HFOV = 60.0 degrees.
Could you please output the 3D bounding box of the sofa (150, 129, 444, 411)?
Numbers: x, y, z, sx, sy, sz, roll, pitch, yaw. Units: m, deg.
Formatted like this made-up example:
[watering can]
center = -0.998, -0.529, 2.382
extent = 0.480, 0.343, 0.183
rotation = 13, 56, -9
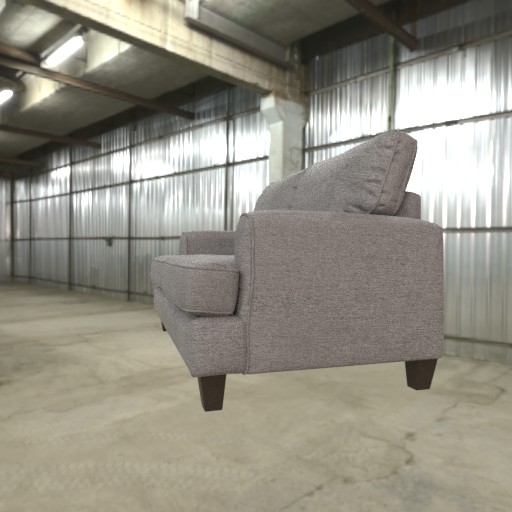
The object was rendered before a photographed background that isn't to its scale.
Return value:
[sofa]
center = 0.000, 0.000, 2.233
extent = 0.965, 0.965, 1.651
rotation = 0, 1, -17
